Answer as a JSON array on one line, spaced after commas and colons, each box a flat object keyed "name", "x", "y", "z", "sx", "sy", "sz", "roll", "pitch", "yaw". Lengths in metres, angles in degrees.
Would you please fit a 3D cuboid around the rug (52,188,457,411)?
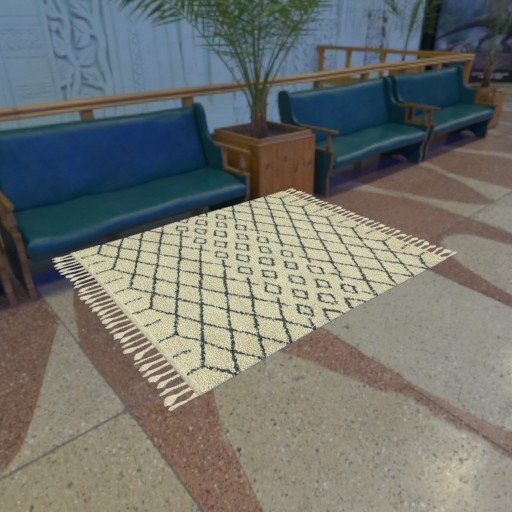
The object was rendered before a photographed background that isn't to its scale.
[{"name": "rug", "x": 0.000, "y": 0.000, "z": 4.332, "sx": 3.213, "sy": 0.030, "sz": 2.388, "roll": -21, "pitch": 35, "yaw": -33}]
